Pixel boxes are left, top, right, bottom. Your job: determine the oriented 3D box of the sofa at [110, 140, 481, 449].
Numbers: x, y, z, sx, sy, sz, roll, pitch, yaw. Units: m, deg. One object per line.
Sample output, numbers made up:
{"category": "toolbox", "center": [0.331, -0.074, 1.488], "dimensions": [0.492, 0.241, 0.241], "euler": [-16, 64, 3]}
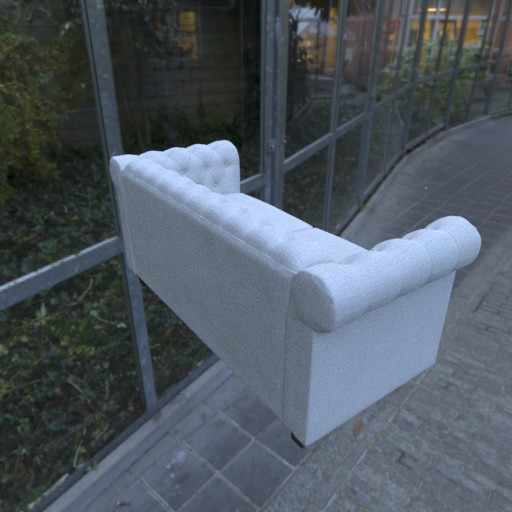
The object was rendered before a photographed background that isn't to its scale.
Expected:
{"category": "sofa", "center": [0.000, 0.000, 2.205], "dimensions": [0.783, 0.797, 1.798], "euler": [-18, 32, -32]}
